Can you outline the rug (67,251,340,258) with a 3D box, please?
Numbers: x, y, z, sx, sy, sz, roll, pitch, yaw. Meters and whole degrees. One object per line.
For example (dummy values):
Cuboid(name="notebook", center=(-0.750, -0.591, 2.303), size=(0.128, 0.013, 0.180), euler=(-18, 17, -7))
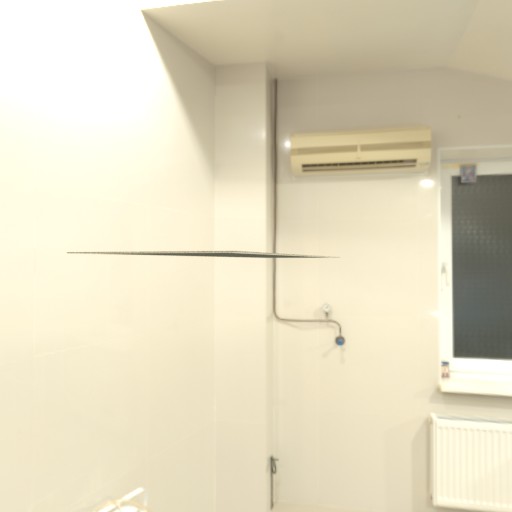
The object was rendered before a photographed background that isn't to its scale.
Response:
Cuboid(name="rug", center=(0.000, 0.000, 2.715), size=(0.688, 0.005, 2.437), euler=(0, -1, 19))
